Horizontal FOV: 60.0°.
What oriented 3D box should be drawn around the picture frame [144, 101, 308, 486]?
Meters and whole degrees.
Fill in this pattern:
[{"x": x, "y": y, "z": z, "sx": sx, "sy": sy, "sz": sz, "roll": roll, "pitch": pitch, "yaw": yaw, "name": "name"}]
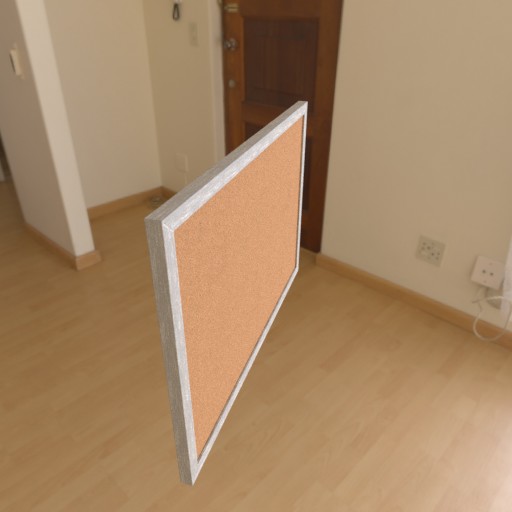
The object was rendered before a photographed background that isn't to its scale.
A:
[{"x": 0.000, "y": 0.000, "z": 1.205, "sx": 0.029, "sy": 0.640, "sz": 0.950, "roll": 10, "pitch": 31, "yaw": 16, "name": "picture frame"}]
